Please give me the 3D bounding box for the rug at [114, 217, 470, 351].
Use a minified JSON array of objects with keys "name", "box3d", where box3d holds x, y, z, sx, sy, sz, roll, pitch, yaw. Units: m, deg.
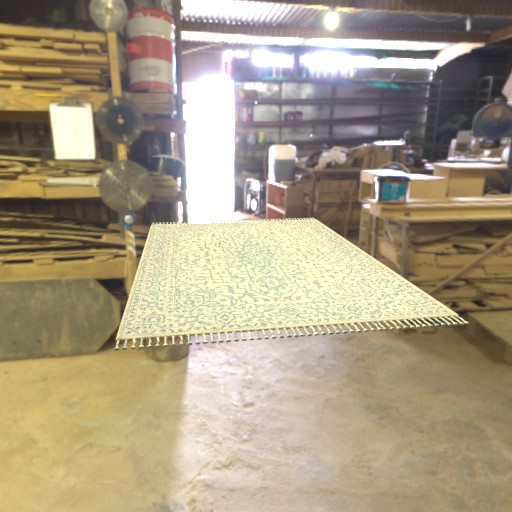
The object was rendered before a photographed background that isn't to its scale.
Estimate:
[{"name":"rug","box3d":[0.000,0.000,2.998,1.524,0.010,2.438,-3,16,-9]}]
